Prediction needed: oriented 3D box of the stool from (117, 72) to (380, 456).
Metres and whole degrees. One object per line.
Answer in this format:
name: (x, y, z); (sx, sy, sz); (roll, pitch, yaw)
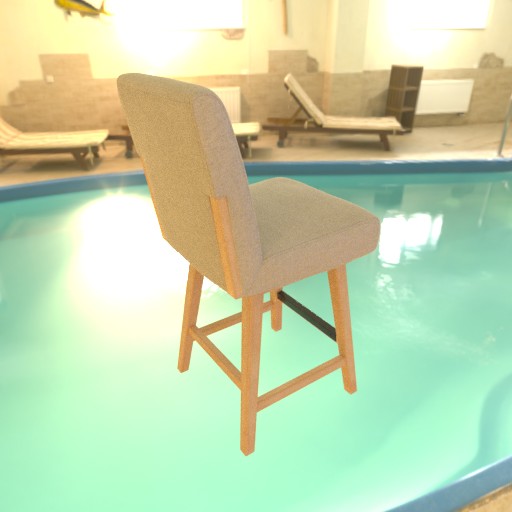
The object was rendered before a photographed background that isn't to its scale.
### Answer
stool: (0.000, 0.000, 1.405); (0.606, 1.085, 0.507); (-18, 32, -30)
